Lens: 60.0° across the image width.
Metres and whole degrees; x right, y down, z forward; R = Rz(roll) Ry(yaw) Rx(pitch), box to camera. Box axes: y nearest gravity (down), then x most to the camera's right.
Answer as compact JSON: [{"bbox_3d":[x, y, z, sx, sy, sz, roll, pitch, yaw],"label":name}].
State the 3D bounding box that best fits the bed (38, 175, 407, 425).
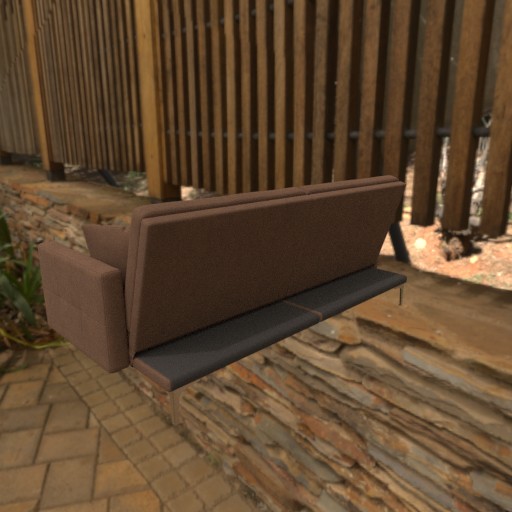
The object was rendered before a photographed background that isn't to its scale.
[{"bbox_3d":[0.000,0.000,2.369,1.905,0.787,0.889,-15,21,-43],"label":"bed"}]
